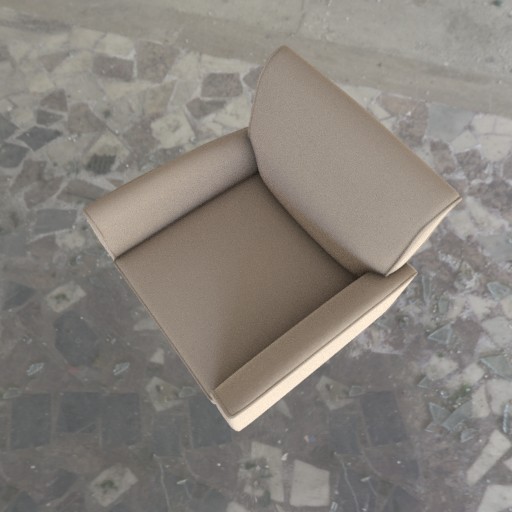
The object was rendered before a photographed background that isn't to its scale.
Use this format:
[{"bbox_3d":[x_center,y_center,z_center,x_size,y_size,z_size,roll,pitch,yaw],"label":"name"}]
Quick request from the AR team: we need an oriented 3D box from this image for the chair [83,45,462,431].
[{"bbox_3d":[0.000,0.000,1.559,0.820,0.915,0.820,-35,69,-15],"label":"chair"}]
